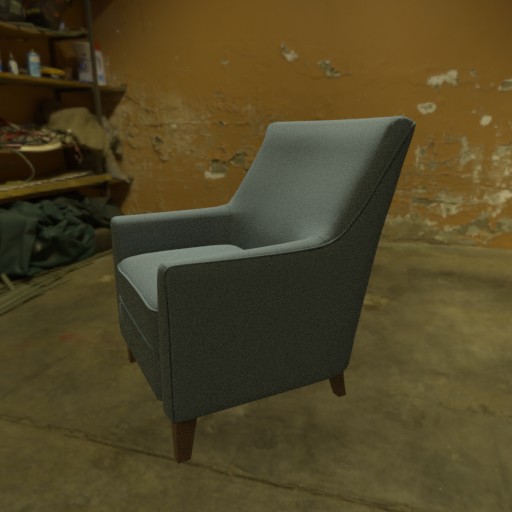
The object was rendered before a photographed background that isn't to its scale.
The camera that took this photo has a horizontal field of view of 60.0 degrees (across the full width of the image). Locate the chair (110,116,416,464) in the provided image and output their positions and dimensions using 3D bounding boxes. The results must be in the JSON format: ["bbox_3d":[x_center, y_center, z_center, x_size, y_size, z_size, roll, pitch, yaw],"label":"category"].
[{"bbox_3d":[0.000,0.000,1.542,0.879,0.916,0.756,-8,17,-26],"label":"chair"}]
